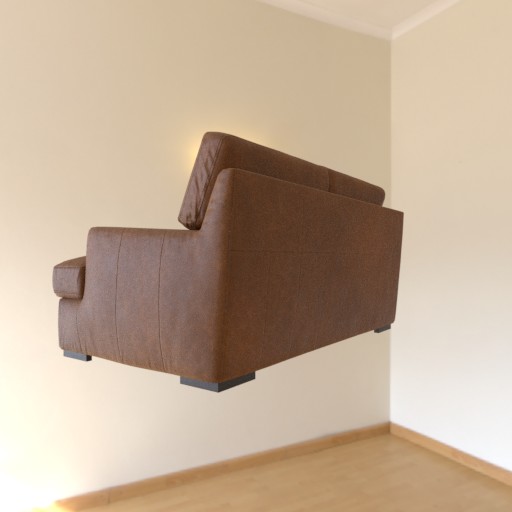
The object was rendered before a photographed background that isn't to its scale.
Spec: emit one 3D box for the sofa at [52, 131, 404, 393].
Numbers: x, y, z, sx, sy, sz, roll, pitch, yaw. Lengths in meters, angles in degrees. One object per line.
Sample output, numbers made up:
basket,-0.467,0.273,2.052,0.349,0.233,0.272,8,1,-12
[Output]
sofa,0.000,0.000,2.537,1.144,0.966,1.880,0,0,36
